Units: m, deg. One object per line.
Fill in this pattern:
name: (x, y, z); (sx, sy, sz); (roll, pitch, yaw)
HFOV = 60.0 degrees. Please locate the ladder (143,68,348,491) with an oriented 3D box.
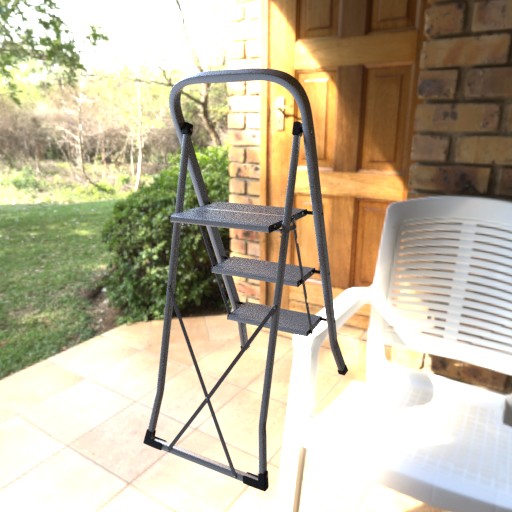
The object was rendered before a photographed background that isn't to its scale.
ladder: (0.000, 0.000, 1.409); (0.465, 1.070, 0.704); (8, 18, 26)
